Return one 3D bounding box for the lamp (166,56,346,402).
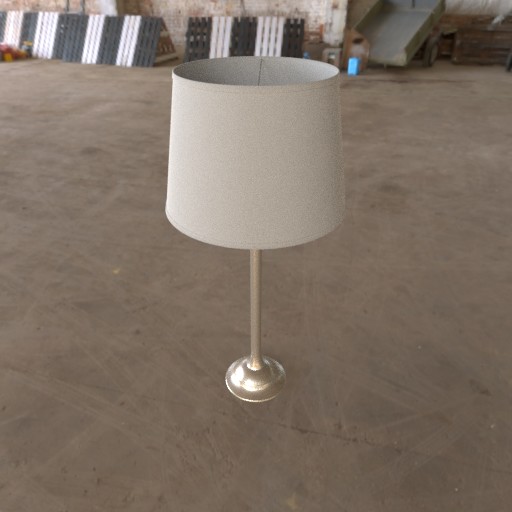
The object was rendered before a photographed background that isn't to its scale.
[{"bbox_3d":[0.000,0.000,0.885,0.331,0.698,0.331,0,32,0],"label":"lamp"}]
